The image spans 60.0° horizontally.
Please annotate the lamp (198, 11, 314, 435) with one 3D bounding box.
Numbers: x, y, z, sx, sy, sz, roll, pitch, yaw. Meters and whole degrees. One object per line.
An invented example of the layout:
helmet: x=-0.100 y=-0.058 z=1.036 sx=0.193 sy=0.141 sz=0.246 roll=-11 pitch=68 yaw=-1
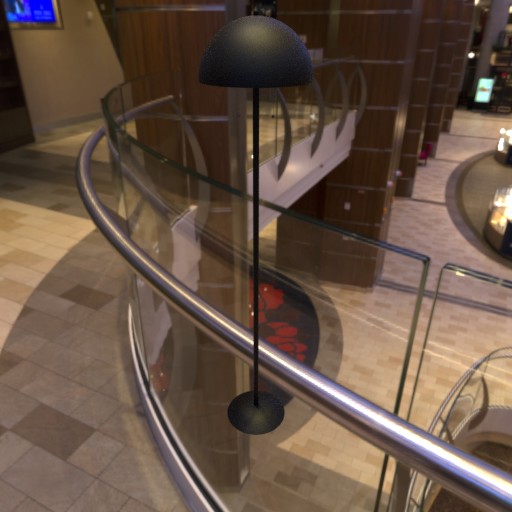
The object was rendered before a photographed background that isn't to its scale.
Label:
lamp: x=0.000 y=0.000 z=1.533 sx=0.328 sy=1.480 sz=0.328 roll=-9 pitch=29 yaw=-17
